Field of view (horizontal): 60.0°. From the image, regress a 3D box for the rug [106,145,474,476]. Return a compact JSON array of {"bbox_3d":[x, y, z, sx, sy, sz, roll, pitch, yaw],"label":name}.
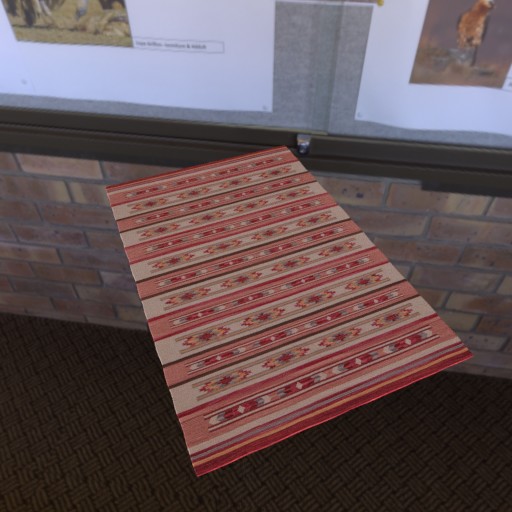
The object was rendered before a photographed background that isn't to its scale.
[{"bbox_3d":[0.000,0.000,2.285,1.223,0.008,1.817,-17,47,-16],"label":"rug"}]
